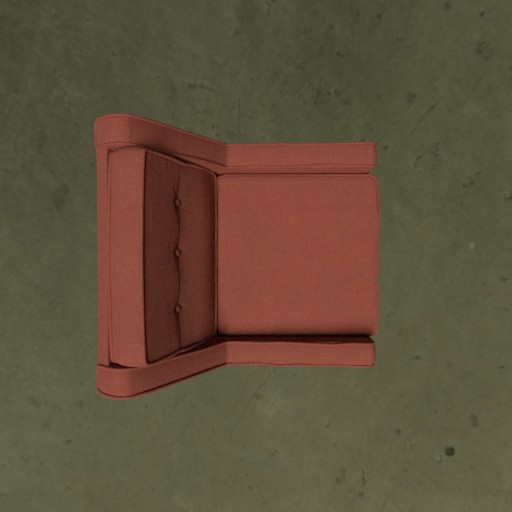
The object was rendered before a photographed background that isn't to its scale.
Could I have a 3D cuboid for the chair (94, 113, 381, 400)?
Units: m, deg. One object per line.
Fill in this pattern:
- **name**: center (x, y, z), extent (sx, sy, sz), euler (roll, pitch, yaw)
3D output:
- **chair**: center (0.000, 0.000, 1.390), extent (0.770, 0.812, 0.680), euler (0, 91, 0)
